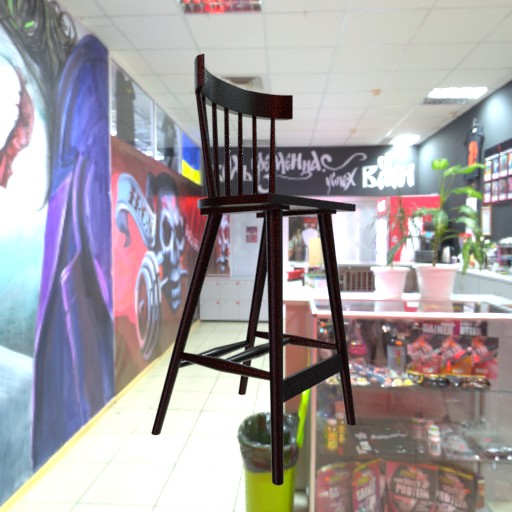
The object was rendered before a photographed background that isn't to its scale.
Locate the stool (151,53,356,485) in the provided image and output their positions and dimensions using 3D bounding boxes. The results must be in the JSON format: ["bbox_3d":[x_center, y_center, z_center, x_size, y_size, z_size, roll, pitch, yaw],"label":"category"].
[{"bbox_3d":[0.000,0.000,1.374,0.483,1.092,0.482,2,3,37],"label":"stool"}]
